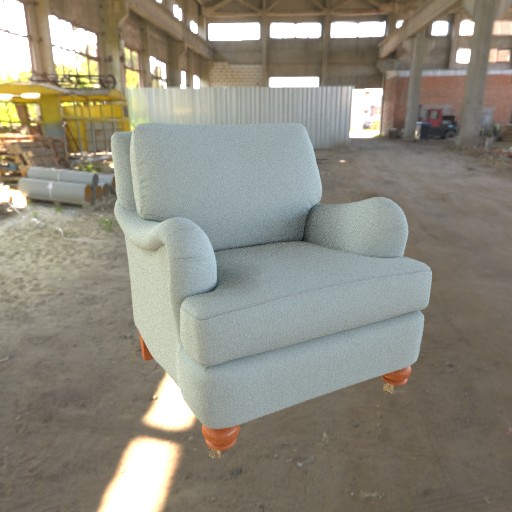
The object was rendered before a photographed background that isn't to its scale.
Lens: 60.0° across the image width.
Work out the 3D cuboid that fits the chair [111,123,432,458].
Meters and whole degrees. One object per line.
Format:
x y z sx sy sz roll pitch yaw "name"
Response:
0.000 0.000 1.805 0.955 1.038 1.070 -9 19 -27 "chair"
